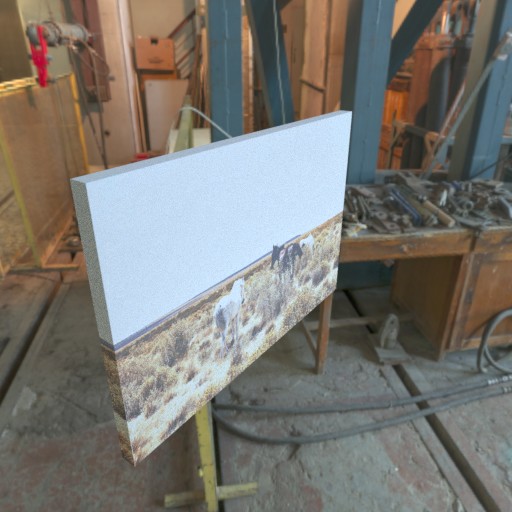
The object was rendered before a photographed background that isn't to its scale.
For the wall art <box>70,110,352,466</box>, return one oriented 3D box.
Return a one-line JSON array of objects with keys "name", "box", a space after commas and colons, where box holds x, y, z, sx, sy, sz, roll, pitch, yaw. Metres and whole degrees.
[{"name": "wall art", "box": [0.000, 0.000, 1.413, 0.051, 0.761, 1.138, 18, 31, 32]}]
